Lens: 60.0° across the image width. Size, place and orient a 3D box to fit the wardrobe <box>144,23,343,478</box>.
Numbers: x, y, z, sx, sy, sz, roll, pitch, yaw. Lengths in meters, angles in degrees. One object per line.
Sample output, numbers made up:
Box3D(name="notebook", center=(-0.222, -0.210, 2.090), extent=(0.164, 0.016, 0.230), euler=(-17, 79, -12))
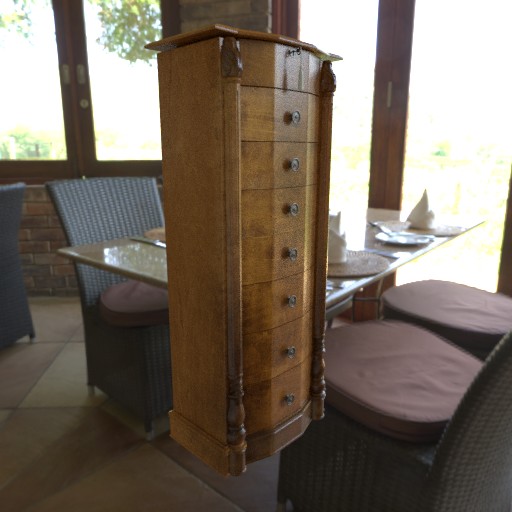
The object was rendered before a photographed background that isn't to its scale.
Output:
Box3D(name="wardrobe", center=(0.000, 0.000, 1.107), extent=(0.273, 0.959, 0.406), euler=(13, 18, 43))
